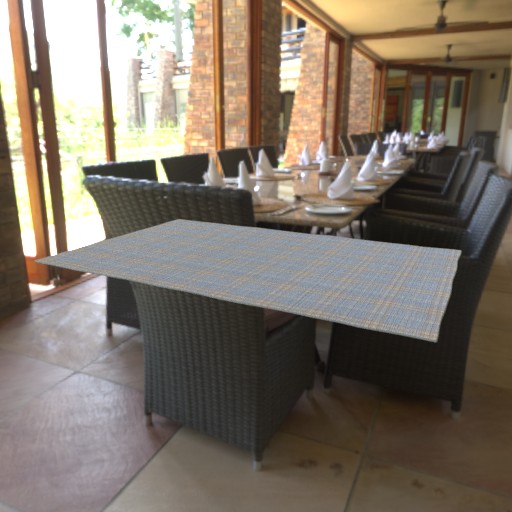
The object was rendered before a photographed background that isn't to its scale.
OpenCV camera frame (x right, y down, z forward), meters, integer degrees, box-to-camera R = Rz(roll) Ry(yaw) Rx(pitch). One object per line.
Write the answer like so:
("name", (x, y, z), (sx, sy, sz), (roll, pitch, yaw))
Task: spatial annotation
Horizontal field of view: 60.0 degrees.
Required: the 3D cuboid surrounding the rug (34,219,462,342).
("rug", (0.000, 0.000, 2.993), (2.460, 0.016, 1.545), (8, 18, 26))
